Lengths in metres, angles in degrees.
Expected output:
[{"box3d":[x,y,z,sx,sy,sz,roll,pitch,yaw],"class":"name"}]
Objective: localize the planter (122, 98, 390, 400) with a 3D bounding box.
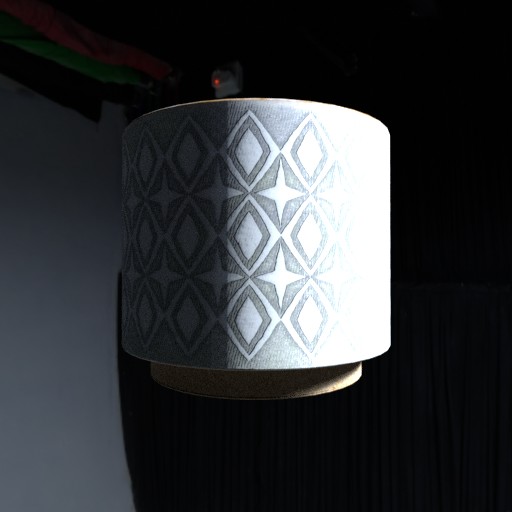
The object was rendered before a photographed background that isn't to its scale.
[{"box3d":[0.000,0.000,0.440,0.255,0.223,0.255,0,0,0],"class":"planter"}]
